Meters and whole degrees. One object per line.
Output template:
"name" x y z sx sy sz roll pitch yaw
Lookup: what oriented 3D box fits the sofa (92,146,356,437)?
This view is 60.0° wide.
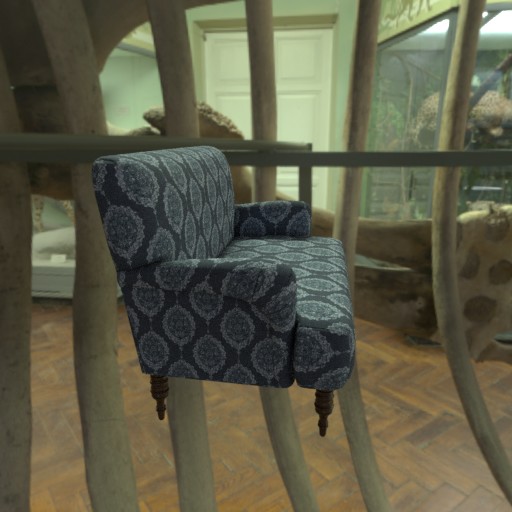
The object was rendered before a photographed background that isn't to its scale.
"sofa" 0.000 0.000 1.860 0.779 0.867 1.297 2 16 9
